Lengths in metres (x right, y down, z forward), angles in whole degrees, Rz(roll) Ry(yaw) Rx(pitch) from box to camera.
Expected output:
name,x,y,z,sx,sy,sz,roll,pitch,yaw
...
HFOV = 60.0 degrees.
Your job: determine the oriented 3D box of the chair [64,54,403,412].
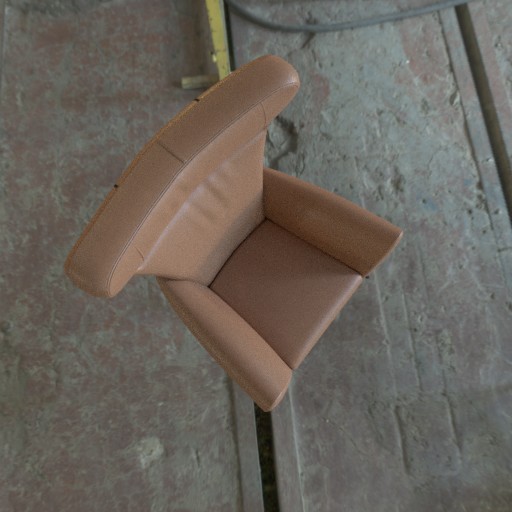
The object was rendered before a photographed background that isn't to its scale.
name,x,y,z,sx,sy,sz,roll,pitch,yaw
chair,0.000,0.000,1.791,0.900,1.050,0.980,38,79,9
